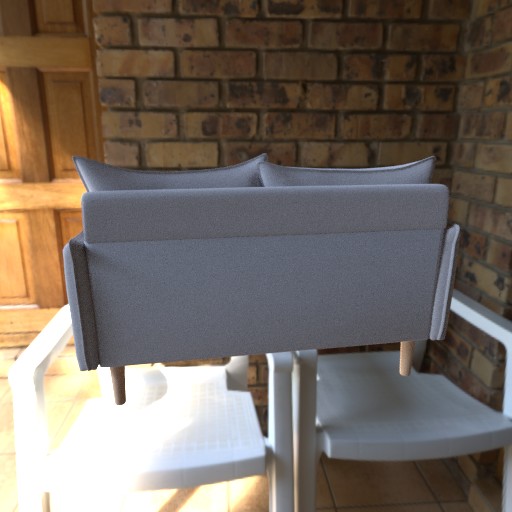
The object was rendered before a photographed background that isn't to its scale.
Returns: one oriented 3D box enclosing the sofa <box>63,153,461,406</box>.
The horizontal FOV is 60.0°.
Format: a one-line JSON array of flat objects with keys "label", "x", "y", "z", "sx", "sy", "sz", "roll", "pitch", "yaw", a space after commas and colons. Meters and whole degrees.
[{"label": "sofa", "x": 0.000, "y": 0.000, "z": 1.816, "sx": 1.300, "sy": 0.840, "sz": 0.820, "roll": -3, "pitch": 16, "yaw": -10}]
